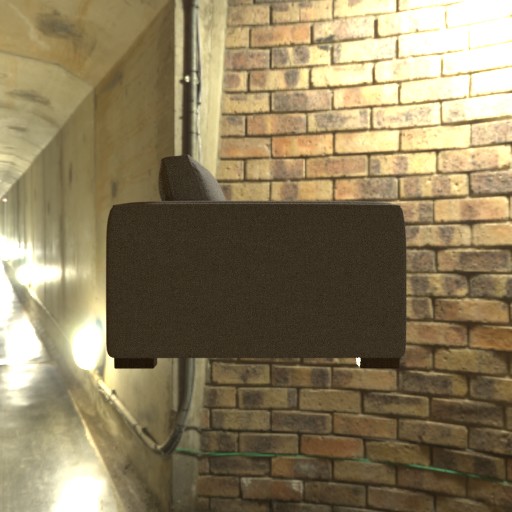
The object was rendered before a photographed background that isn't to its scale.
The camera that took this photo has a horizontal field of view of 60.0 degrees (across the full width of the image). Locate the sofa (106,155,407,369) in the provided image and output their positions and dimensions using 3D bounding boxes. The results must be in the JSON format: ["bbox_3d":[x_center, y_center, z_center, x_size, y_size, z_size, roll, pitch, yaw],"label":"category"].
[{"bbox_3d":[0.000,0.000,2.468,1.069,0.800,1.920,0,0,0],"label":"sofa"}]
